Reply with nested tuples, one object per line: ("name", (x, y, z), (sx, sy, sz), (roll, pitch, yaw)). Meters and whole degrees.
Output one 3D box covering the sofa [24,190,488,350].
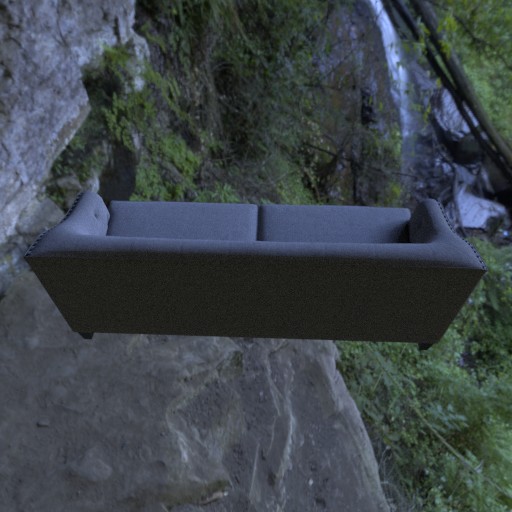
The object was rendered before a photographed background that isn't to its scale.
("sofa", (0.000, 0.000, 2.717), (2.235, 0.901, 0.914), (2, 45, 2))
